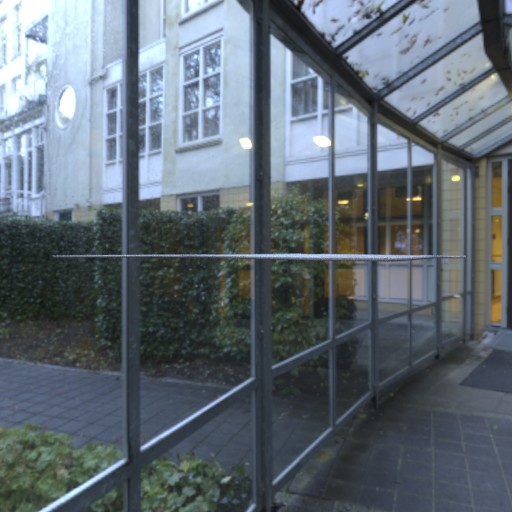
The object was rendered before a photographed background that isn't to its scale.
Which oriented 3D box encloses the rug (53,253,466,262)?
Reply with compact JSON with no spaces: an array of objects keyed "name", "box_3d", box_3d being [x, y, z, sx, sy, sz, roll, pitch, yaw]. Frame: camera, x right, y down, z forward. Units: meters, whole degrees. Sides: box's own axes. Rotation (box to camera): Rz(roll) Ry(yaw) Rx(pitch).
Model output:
[{"name":"rug","box_3d":[0.000,0.000,2.265,1.789,0.021,1.159,0,1,35]}]
